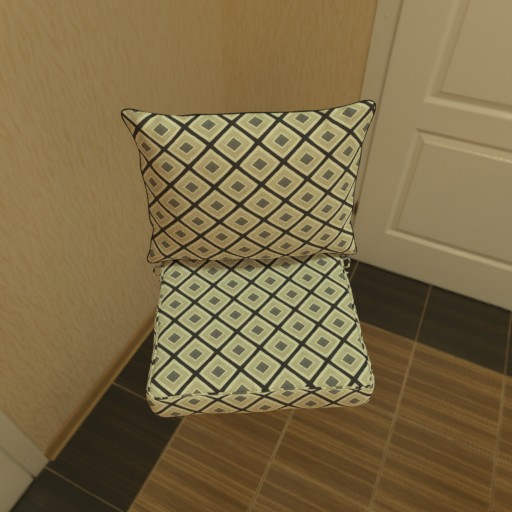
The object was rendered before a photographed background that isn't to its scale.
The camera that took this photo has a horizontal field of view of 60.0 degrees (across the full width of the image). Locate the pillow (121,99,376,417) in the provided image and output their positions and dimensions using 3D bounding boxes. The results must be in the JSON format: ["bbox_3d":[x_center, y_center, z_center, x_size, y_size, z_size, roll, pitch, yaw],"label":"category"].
[{"bbox_3d":[0.000,0.000,1.384,0.798,0.722,0.733,-2,47,-2],"label":"pillow"}]
